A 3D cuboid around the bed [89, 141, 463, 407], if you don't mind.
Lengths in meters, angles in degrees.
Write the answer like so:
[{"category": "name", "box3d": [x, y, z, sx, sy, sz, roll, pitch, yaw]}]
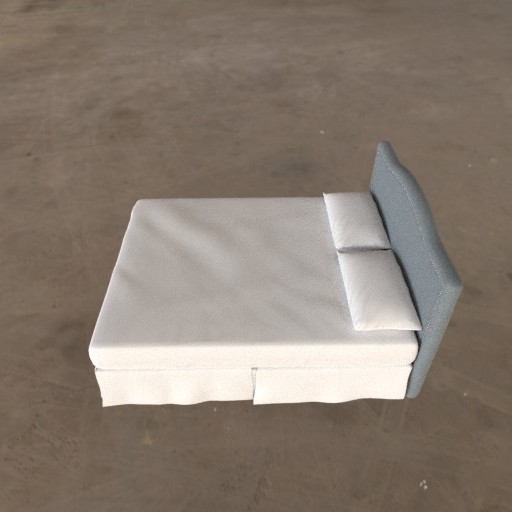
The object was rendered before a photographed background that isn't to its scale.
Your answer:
[{"category": "bed", "box3d": [0.000, 0.000, 4.049, 2.689, 1.457, 2.161, -1, 41, -1]}]
